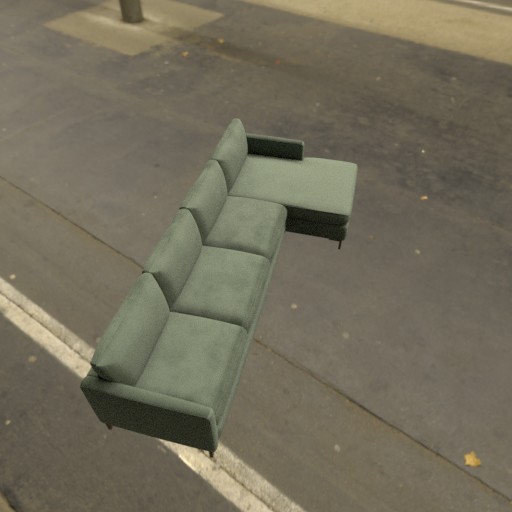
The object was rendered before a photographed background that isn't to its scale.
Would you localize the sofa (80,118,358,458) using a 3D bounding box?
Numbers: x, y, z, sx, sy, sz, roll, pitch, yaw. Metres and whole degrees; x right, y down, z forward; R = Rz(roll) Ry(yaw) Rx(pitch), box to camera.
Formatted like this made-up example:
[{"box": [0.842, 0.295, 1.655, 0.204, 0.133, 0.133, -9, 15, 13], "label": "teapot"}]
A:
[{"box": [0.000, 0.000, 3.266, 1.255, 0.756, 2.725, 11, 47, 10], "label": "sofa"}]
